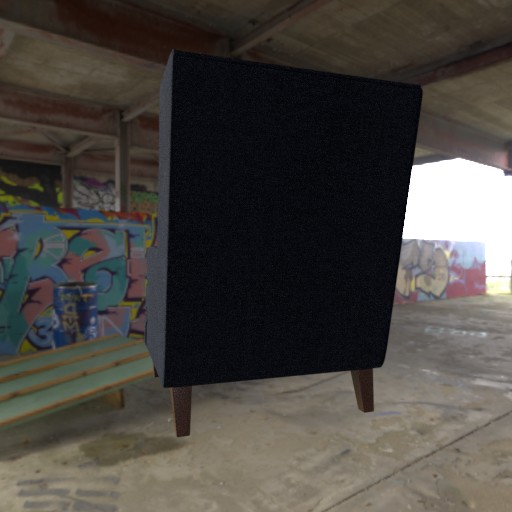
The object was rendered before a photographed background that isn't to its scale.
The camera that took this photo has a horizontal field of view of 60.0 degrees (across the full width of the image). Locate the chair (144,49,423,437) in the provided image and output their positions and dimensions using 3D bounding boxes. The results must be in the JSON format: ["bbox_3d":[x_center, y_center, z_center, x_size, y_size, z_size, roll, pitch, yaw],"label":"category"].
[{"bbox_3d":[0.000,0.000,1.673,0.764,1.072,0.947,0,0,-18],"label":"chair"}]
